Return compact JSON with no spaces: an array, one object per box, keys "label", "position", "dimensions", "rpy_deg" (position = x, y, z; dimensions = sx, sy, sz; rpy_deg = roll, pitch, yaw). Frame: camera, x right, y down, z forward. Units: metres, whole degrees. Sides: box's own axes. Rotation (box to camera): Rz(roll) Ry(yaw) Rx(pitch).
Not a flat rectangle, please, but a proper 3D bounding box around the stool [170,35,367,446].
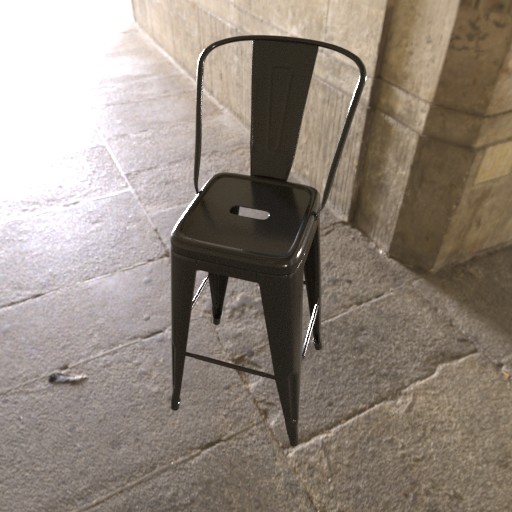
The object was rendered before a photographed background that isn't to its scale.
[{"label":"stool","position":[0.000,0.000,1.254],"dimensions":[0.432,1.022,0.528],"rpy_deg":[12,43,13]}]
